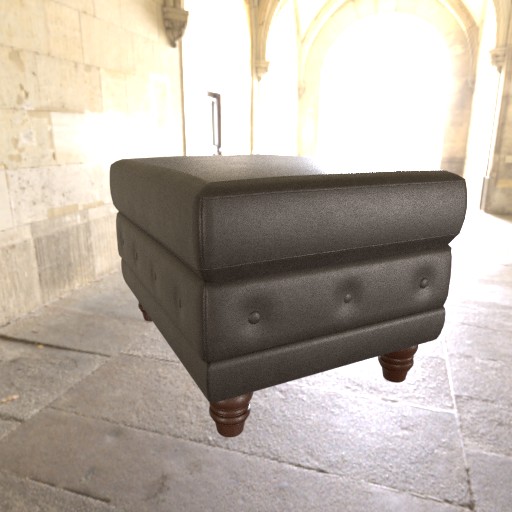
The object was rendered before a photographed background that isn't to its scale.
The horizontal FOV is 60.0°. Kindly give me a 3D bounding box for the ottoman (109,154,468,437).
[{"bbox_3d":[0.000,0.000,1.158,0.590,0.498,0.795,-8,17,-26],"label":"ottoman"}]
